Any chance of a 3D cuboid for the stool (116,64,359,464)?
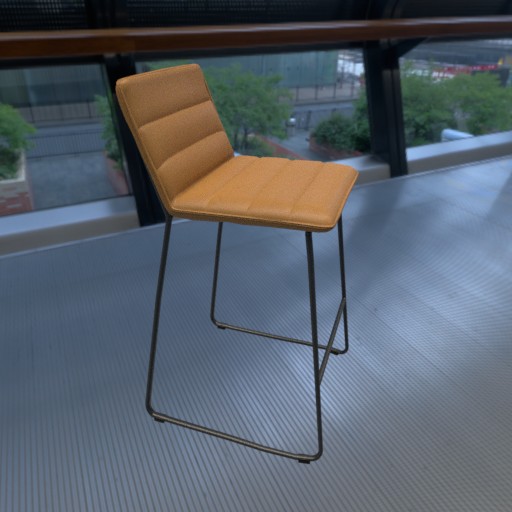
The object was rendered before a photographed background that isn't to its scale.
[{"bbox_3d":[0.000,0.000,1.216,0.524,0.936,0.489,9,30,17],"label":"stool"}]
